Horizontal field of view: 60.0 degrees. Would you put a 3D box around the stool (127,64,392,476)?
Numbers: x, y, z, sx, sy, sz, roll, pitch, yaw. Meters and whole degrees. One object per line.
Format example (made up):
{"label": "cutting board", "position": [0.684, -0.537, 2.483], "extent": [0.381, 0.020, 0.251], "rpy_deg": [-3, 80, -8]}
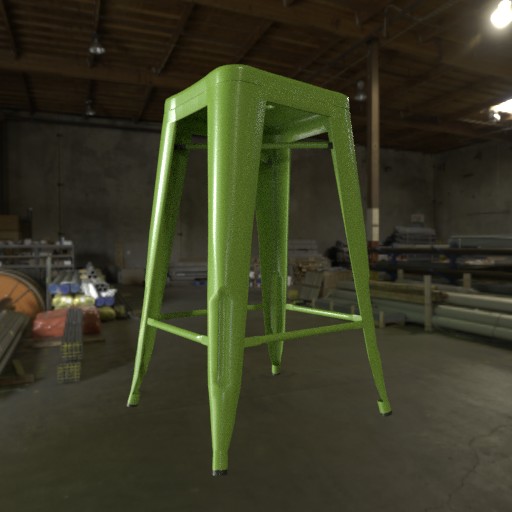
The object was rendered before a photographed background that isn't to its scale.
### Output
{"label": "stool", "position": [0.000, 0.000, 0.867], "extent": [0.398, 0.609, 0.358], "rpy_deg": [-1, 2, -36]}
